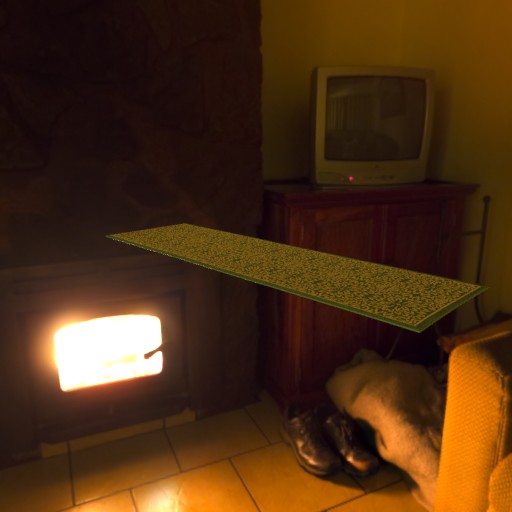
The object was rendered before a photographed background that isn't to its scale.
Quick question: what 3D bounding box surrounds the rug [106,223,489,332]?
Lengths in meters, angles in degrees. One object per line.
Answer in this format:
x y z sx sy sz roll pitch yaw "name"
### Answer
0.000 0.000 2.443 0.662 0.011 2.196 -14 20 -43 "rug"
